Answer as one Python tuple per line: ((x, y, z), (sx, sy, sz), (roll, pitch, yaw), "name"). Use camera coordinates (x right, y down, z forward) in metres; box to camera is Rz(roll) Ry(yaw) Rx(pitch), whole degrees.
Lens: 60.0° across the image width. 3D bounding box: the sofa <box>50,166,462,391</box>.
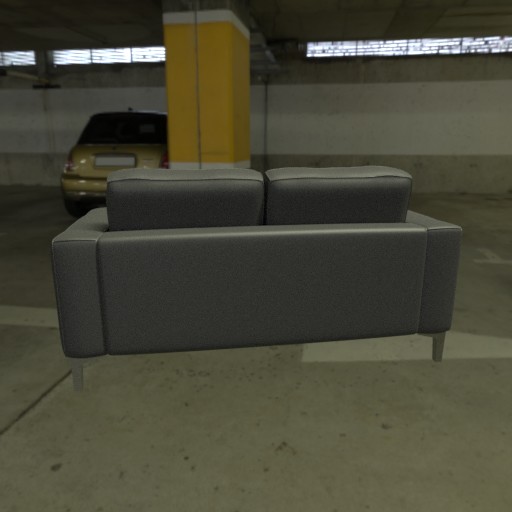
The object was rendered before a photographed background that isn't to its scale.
((0.000, 0.000, 2.212), (1.726, 0.892, 0.833), (-2, 15, -9), "sofa")
